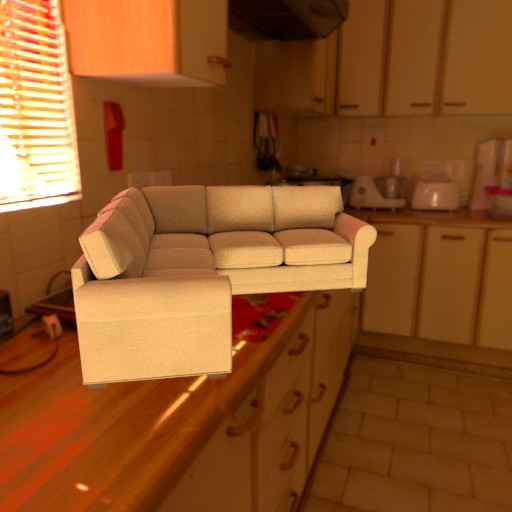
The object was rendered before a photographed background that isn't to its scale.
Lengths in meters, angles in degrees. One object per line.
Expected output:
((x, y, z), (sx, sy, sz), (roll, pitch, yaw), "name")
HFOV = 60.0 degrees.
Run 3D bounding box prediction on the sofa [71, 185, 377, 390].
((0.000, 0.000, 3.921), (2.562, 1.053, 2.487), (-2, 15, -9), "sofa")
